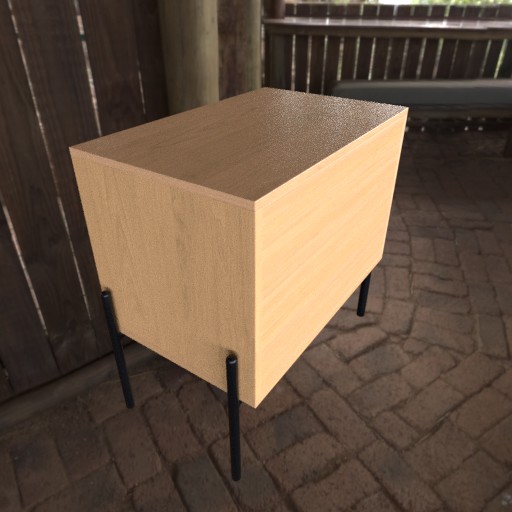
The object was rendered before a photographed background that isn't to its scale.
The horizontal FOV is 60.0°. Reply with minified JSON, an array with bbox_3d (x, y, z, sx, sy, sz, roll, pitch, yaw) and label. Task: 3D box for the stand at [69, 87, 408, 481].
[{"bbox_3d":[0.000,0.000,1.009,0.400,0.600,0.630,20,37,29],"label":"stand"}]
